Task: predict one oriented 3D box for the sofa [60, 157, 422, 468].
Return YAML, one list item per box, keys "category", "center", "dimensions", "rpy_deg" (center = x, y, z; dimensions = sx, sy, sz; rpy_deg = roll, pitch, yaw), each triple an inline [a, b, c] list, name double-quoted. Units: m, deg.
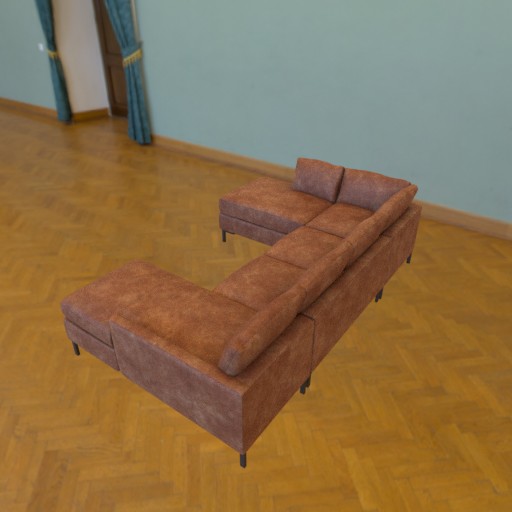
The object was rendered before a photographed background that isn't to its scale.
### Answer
- category: "sofa"
  center: [0.000, 0.000, 3.880]
  dimensions: [1.939, 0.900, 2.956]
  rpy_deg: [20, 36, 30]
